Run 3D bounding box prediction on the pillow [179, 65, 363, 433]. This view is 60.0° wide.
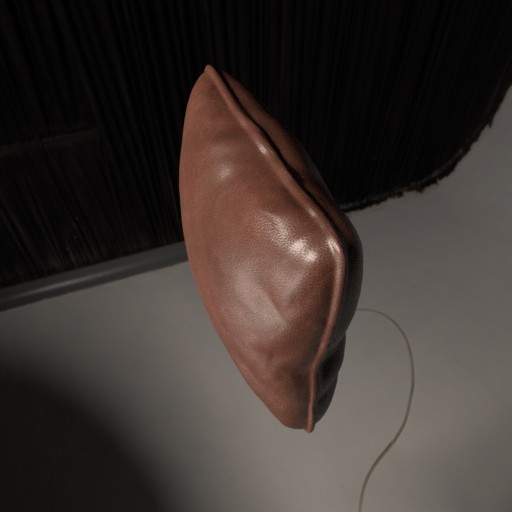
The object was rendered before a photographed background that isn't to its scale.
[{"bbox_3d":[0.000,0.000,0.827,0.236,0.523,0.532,-16,49,-15],"label":"pillow"}]
